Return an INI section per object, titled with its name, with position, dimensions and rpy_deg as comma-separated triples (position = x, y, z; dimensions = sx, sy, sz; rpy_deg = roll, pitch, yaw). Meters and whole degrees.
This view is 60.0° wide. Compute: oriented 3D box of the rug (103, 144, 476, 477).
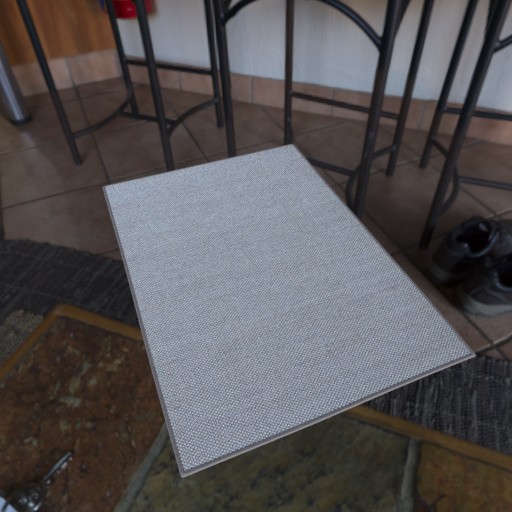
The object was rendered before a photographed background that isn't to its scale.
[rug]
position = 0.000, 0.000, 2.684
dimensions = 1.517, 0.013, 2.115
rpy_deg = -16, 48, -15
